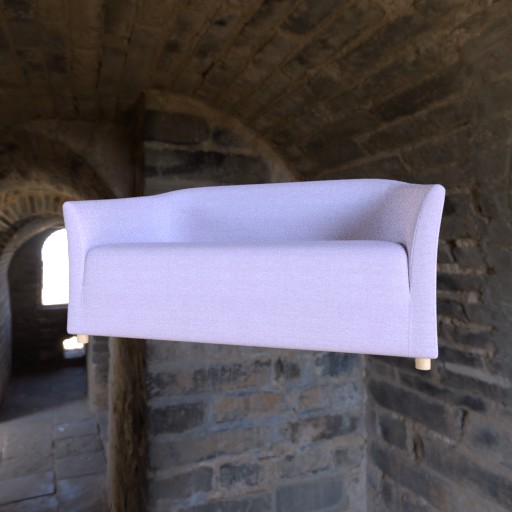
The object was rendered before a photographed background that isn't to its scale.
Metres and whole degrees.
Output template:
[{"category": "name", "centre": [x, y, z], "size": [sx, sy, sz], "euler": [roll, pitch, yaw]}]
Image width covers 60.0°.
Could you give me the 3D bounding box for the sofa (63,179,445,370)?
[{"category": "sofa", "centre": [0.000, 0.000, 1.913], "size": [1.452, 0.721, 0.705], "euler": [0, 0, 18]}]
